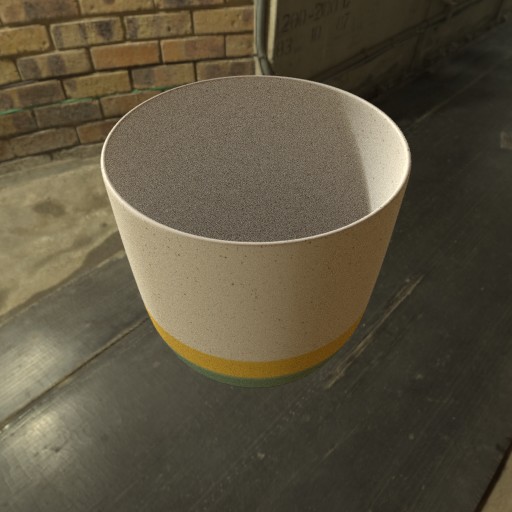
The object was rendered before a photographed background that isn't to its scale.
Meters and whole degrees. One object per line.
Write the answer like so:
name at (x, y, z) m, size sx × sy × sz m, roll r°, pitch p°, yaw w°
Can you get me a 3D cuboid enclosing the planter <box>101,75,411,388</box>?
planter at (0.000, 0.000, 0.361) m, size 0.195 × 0.214 × 0.195 m, roll 0°, pitch 46°, yaw 0°
